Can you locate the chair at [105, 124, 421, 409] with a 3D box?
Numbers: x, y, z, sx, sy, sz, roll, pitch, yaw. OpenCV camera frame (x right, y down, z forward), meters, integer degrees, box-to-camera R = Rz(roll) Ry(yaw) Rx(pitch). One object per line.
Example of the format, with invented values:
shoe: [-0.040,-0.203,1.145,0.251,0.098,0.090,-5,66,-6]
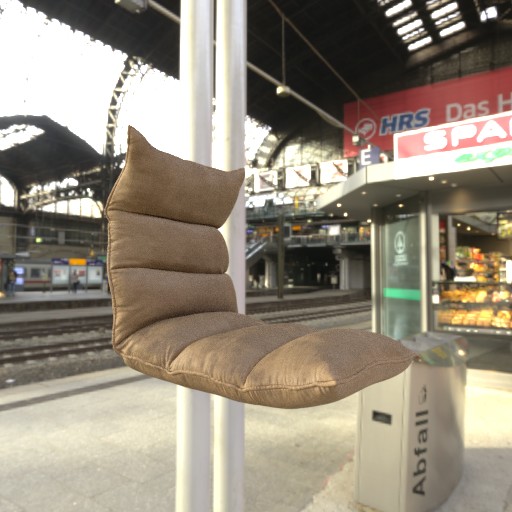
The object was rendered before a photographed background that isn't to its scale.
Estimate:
chair: [0.000,0.000,1.613,0.985,0.892,0.714,-2,-4,36]
